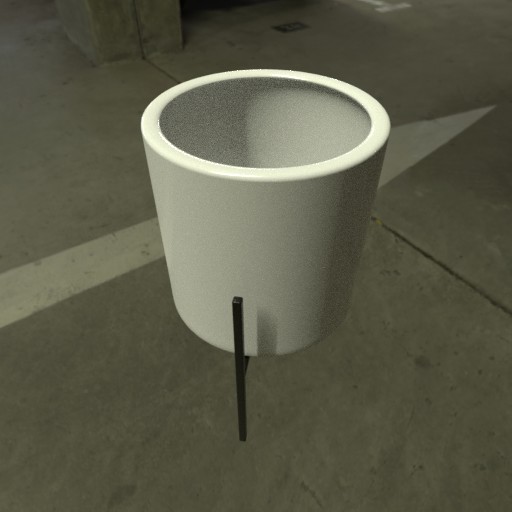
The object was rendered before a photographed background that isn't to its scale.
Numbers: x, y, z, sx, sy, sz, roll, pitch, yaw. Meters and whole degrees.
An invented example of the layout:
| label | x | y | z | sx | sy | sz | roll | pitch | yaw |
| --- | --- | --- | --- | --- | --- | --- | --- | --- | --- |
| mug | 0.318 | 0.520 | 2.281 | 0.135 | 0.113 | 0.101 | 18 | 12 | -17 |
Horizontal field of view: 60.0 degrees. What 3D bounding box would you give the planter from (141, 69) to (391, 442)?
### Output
| label | x | y | z | sx | sy | sz | roll | pitch | yaw |
| --- | --- | --- | --- | --- | --- | --- | --- | --- | --- |
| planter | 0.000 | 0.000 | 0.516 | 0.239 | 0.356 | 0.239 | 27 | 48 | 27 |
